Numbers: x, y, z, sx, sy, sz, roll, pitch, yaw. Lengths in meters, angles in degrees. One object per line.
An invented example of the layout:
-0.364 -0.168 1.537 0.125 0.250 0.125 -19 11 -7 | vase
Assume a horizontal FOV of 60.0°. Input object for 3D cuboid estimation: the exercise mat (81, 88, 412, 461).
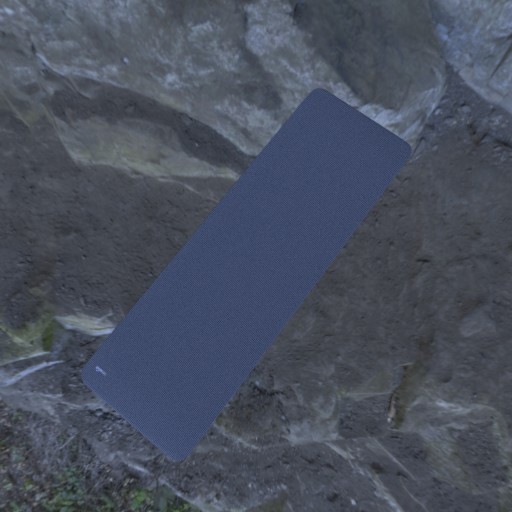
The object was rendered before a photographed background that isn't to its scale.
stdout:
0.000 0.000 2.129 0.616 0.021 1.884 37 79 8 | exercise mat
